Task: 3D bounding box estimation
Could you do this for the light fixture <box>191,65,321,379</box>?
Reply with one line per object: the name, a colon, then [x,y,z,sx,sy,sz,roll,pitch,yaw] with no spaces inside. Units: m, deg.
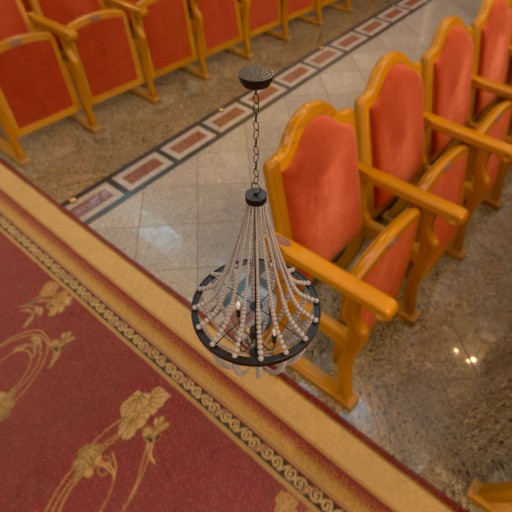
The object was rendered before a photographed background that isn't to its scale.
light fixture: [0.000,0.000,1.355,0.450,1.133,0.450,0,47,0]
